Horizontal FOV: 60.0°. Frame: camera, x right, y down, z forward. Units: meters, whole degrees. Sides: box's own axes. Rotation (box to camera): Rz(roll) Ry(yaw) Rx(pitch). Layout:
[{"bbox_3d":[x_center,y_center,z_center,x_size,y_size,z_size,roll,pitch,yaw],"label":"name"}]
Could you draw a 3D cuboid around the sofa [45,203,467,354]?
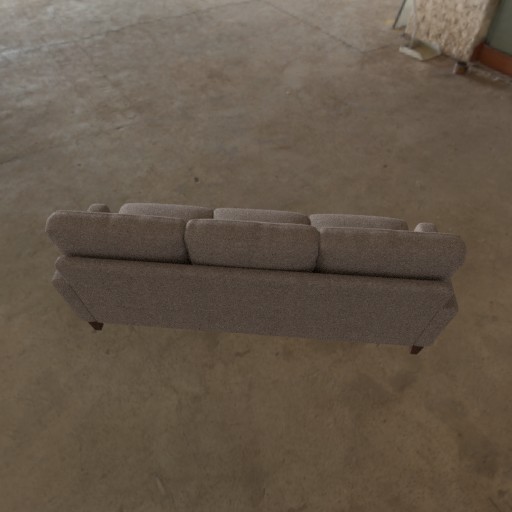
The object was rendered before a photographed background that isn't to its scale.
[{"bbox_3d":[0.000,0.000,2.638,2.115,0.984,0.888,4,47,3],"label":"sofa"}]
